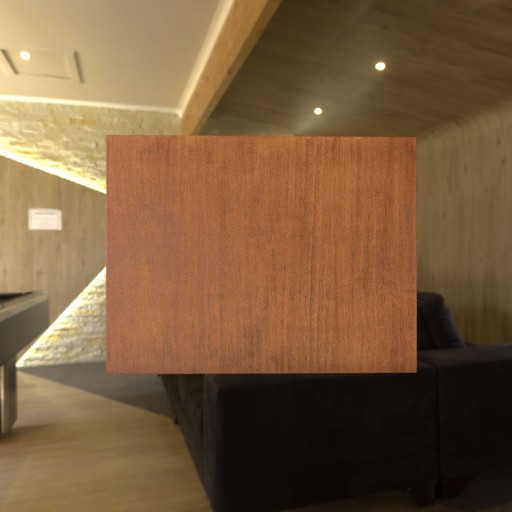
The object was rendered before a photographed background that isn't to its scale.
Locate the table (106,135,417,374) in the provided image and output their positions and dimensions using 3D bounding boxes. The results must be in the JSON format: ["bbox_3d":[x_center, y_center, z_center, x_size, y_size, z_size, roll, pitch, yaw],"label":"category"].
[{"bbox_3d":[0.000,0.000,1.280,0.549,0.419,1.000,0,0,-1],"label":"table"}]
